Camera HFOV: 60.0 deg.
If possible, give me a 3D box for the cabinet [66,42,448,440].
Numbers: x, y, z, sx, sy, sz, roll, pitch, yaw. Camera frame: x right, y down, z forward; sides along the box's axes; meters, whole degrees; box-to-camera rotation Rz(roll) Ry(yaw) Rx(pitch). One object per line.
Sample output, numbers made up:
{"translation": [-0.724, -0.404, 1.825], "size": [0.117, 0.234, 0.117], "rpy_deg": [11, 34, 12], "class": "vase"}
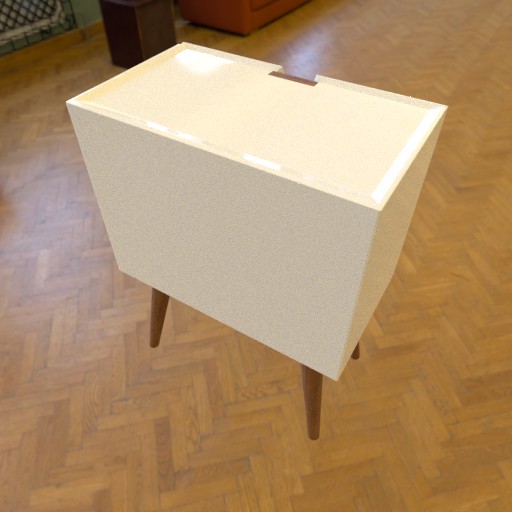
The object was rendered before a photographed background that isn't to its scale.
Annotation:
{"translation": [0.000, 0.000, 1.062], "size": [0.591, 0.772, 0.344], "rpy_deg": [23, 50, 21], "class": "cabinet"}
